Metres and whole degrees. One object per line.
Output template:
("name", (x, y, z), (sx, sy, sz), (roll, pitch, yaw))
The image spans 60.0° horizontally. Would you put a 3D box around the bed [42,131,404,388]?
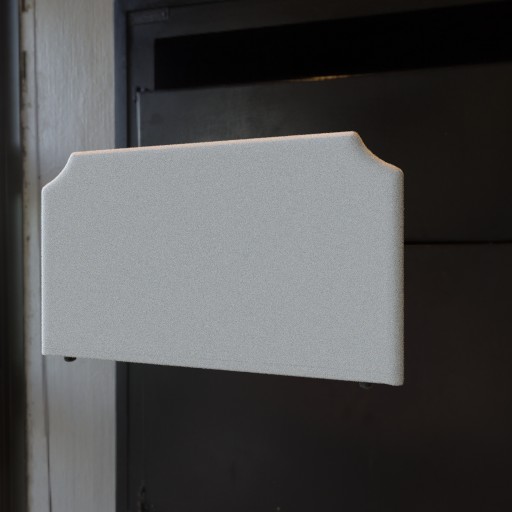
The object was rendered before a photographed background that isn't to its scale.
("bed", (0.000, 0.000, 3.493), (2.160, 1.301, 2.204), (0, 1, 17))
